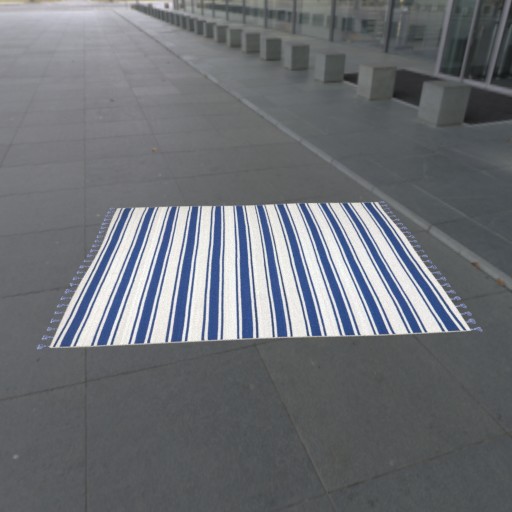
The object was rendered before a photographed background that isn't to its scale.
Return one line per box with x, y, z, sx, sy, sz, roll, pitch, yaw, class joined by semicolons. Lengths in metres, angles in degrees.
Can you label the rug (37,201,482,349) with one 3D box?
0.000;0.000;4.398;3.416;0.016;2.471;-2;31;-3;rug
